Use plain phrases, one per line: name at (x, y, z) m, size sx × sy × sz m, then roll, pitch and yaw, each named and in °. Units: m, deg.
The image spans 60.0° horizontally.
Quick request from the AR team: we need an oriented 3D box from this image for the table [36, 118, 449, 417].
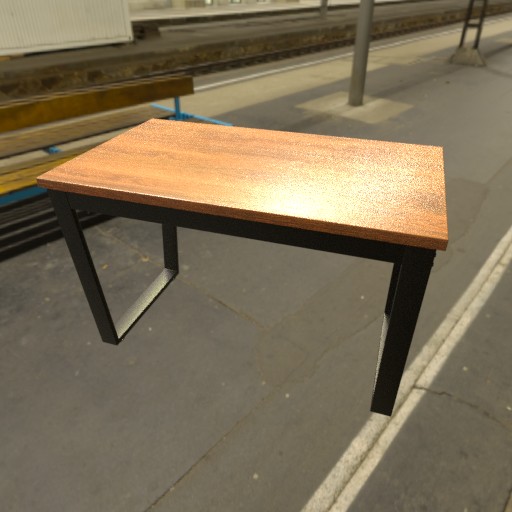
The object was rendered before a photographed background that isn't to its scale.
table at (0.000, 0.000, 1.702) m, size 1.205 × 0.760 × 0.714 m, roll 10°, pitch 34°, yaw 16°
